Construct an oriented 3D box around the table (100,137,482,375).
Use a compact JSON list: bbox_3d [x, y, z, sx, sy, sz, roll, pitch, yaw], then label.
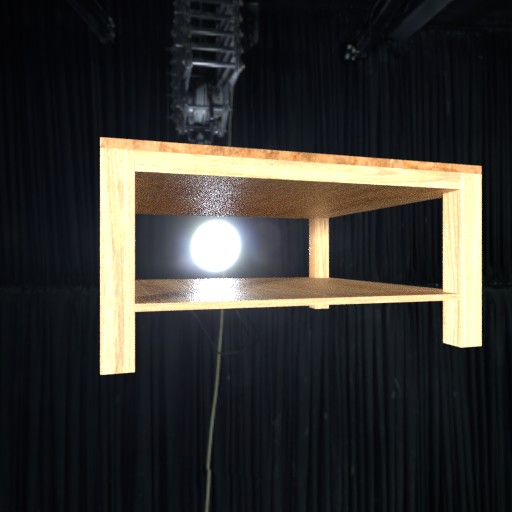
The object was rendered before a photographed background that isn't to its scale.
[{"bbox_3d":[0.000,0.000,1.402,0.900,0.450,0.900,0,0,-17],"label":"table"}]
